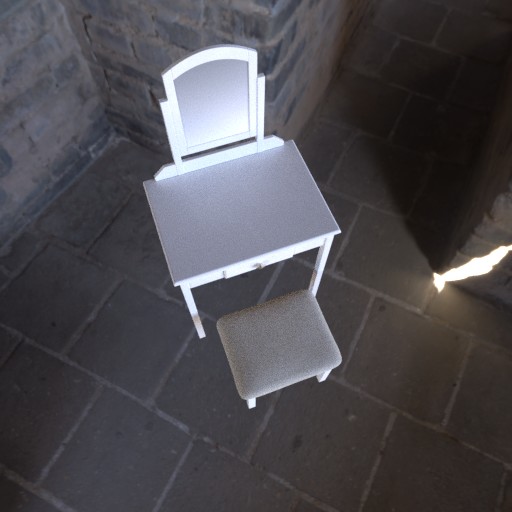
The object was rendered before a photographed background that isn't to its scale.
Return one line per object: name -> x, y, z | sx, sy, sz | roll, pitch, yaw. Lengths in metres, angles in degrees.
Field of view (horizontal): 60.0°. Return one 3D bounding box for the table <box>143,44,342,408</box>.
table -> 0.000, 0.000, 2.289 | 0.876, 1.631, 1.211 | -18, 64, -9
